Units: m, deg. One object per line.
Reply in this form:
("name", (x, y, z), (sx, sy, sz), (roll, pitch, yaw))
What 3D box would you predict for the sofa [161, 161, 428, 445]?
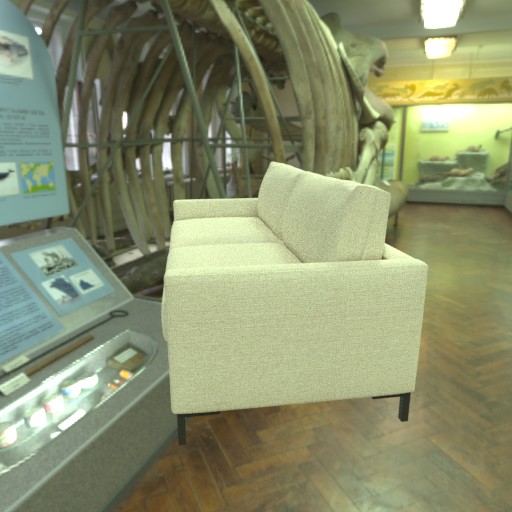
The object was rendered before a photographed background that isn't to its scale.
("sofa", (0.000, 0.000, 2.124), (0.839, 0.812, 1.651), (-2, 15, -9))
